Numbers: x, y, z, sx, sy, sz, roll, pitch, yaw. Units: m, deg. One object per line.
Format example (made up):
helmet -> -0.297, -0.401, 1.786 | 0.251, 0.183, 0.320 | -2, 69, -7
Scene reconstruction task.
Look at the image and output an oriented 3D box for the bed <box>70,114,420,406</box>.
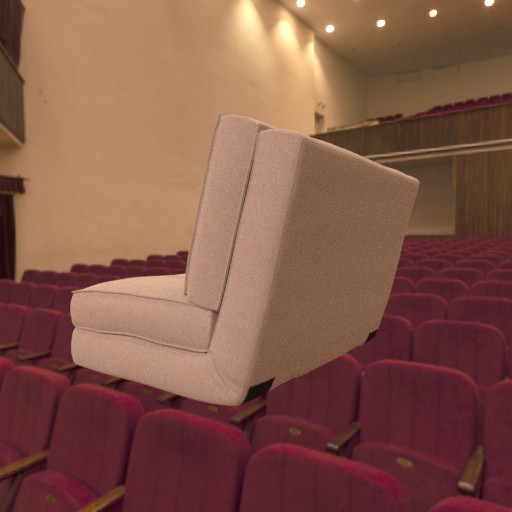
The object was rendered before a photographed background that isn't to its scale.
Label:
bed -> 0.000, 0.000, 1.326 | 0.749, 0.614, 0.799 | 1, 3, 36
